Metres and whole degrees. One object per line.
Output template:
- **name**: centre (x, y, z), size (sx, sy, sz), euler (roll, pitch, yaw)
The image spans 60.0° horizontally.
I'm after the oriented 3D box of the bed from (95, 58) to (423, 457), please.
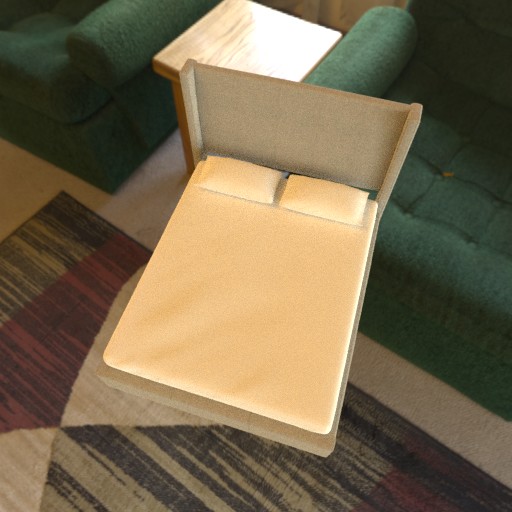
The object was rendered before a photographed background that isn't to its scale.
- **bed**: centre (0.000, 0.000, 3.333), size (1.774, 1.491, 2.222), euler (15, 60, 9)
